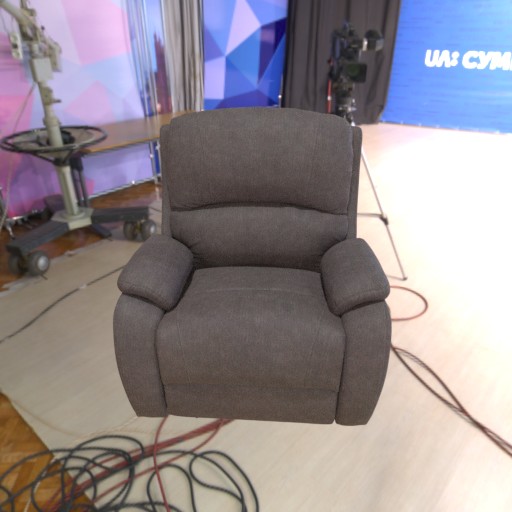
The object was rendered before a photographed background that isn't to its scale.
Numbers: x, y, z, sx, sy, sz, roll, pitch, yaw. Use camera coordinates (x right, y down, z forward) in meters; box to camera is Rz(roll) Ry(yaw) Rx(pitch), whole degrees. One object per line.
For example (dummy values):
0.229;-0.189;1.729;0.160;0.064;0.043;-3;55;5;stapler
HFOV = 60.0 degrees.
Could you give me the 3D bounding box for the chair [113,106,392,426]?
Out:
0.000;0.000;1.746;0.930;1.011;0.899;1;30;2;chair
